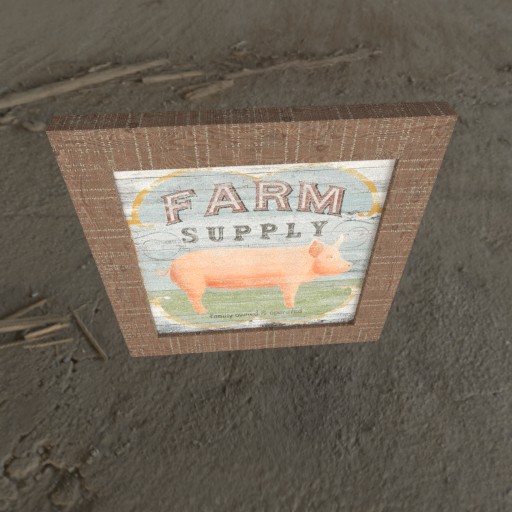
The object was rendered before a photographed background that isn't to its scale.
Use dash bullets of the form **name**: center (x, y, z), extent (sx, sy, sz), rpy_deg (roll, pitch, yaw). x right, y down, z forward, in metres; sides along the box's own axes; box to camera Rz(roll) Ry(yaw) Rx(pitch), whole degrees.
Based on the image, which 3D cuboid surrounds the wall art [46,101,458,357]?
- **wall art**: center (0.000, 0.000, 0.773), extent (0.531, 0.531, 0.040), rpy_deg (-3, 46, -3)
